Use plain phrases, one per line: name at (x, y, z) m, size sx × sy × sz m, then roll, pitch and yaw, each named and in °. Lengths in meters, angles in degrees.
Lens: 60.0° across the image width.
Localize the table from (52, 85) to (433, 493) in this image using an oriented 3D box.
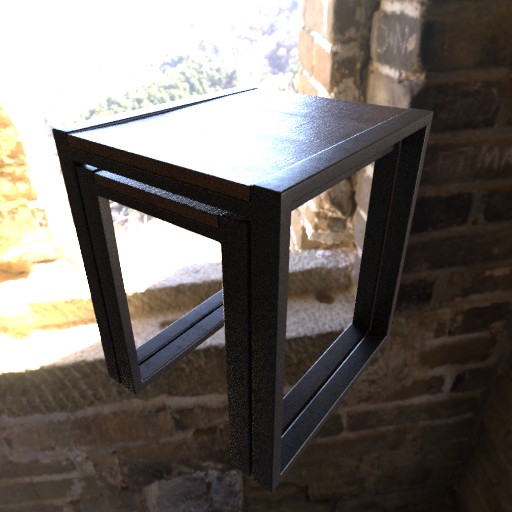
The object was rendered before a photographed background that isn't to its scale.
table at (0.000, 0.000, 0.906) m, size 0.449 × 0.550 × 0.500 m, roll 21°, pitch 36°, yaw 32°
